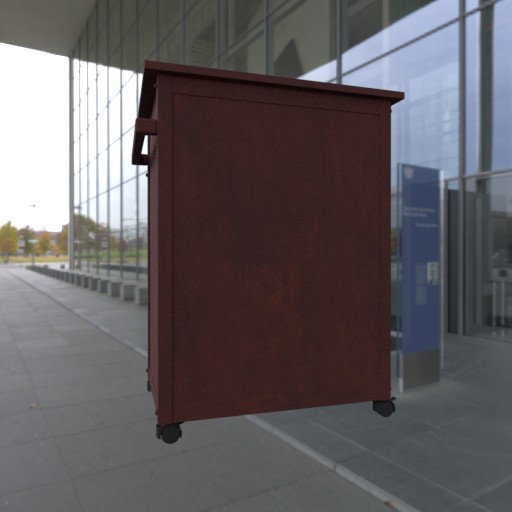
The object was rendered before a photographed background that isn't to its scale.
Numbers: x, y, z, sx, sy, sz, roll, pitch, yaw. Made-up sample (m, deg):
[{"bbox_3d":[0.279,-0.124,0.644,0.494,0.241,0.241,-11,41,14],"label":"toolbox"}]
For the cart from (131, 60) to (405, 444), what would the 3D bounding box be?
[{"bbox_3d":[0.000,0.000,1.280,0.683,0.864,0.442,0,0,-17],"label":"cart"}]
